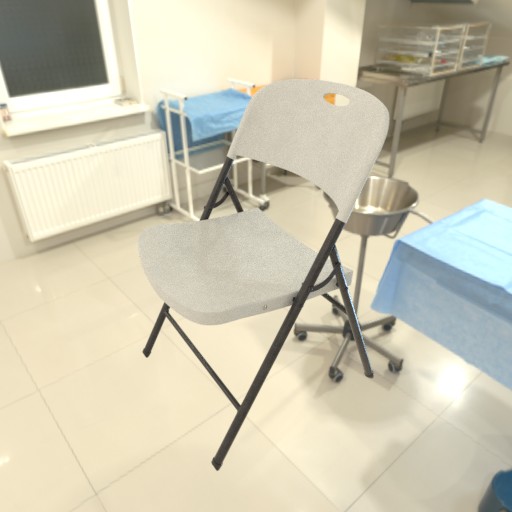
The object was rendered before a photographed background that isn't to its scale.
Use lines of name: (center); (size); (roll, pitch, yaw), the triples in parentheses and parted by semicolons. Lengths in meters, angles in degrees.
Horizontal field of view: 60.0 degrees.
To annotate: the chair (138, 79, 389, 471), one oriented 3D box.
chair: (0.000, 0.000, 1.183); (0.566, 0.810, 0.494); (-20, 37, -28)
